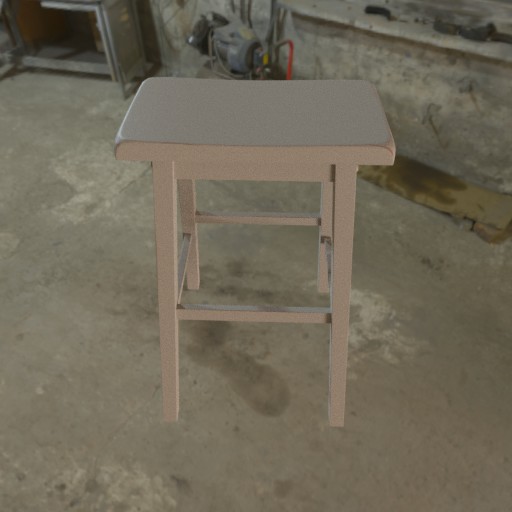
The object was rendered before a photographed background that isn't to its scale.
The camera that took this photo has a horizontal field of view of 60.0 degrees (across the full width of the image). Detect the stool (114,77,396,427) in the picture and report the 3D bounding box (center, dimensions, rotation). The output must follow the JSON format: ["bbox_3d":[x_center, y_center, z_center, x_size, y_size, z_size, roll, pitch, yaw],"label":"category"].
[{"bbox_3d":[0.000,0.000,1.034,0.457,0.737,0.476,1,45,1],"label":"stool"}]
